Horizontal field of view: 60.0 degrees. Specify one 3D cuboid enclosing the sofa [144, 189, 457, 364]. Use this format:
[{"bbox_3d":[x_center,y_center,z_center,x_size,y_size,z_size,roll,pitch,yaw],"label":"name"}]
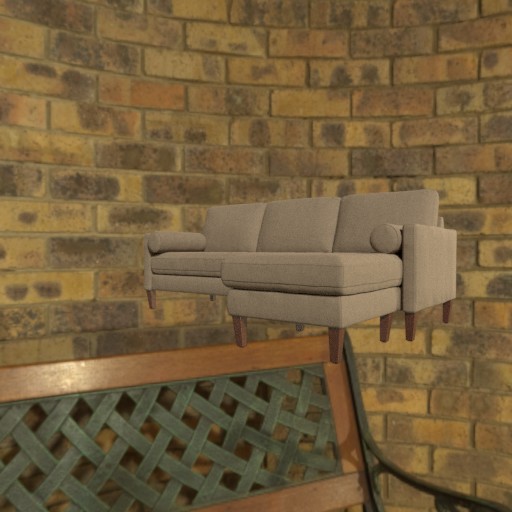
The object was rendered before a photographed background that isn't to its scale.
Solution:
[{"bbox_3d":[0.000,0.000,2.963,2.178,0.875,1.506,1,1,37],"label":"sofa"}]
